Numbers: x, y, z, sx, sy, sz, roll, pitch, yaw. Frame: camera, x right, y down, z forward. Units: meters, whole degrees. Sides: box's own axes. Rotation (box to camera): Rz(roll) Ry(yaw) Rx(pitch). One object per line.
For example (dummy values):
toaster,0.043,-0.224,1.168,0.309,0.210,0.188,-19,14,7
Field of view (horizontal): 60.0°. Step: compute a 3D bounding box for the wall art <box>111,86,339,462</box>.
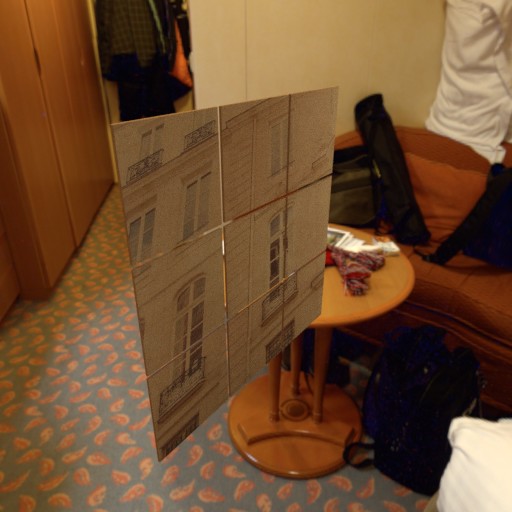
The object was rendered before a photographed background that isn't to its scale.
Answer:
wall art,0.000,0.000,2.271,0.023,1.522,1.526,18,32,32
